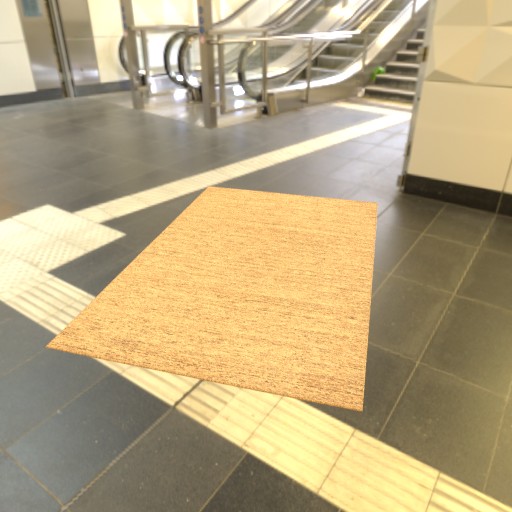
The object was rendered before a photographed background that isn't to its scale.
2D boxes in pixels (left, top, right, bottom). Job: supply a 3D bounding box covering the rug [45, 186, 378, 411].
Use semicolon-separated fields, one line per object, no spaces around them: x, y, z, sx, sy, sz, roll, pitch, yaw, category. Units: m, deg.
0.000;0.000;2.381;1.225;0.013;1.840;8;30;13;rug
